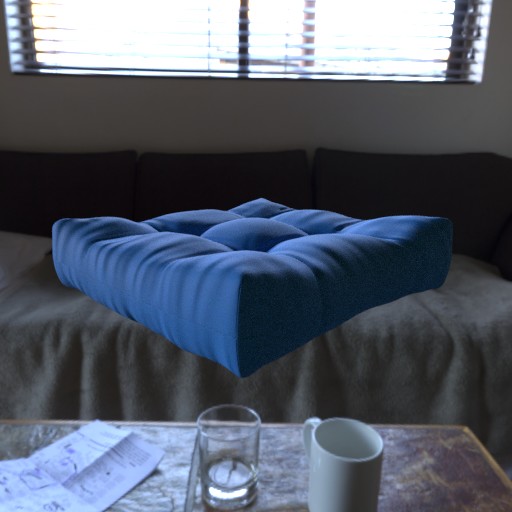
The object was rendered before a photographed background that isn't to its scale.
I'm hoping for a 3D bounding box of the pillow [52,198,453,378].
[{"bbox_3d":[0.000,0.000,0.723,0.490,0.128,0.468,-13,19,-43],"label":"pillow"}]
